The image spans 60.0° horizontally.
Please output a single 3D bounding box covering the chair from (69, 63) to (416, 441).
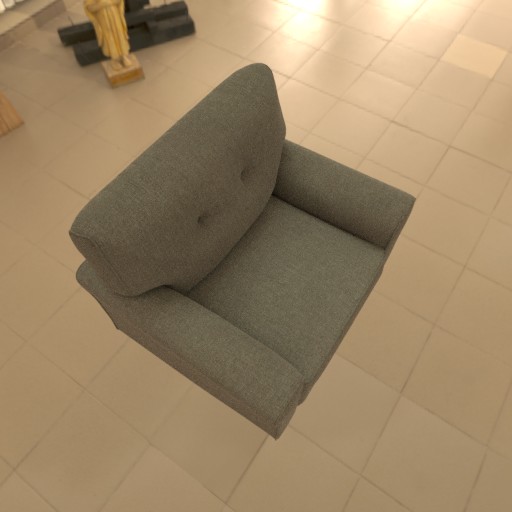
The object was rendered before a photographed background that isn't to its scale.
[{"bbox_3d":[0.000,0.000,1.601,0.816,0.890,0.941,30,63,17],"label":"chair"}]
